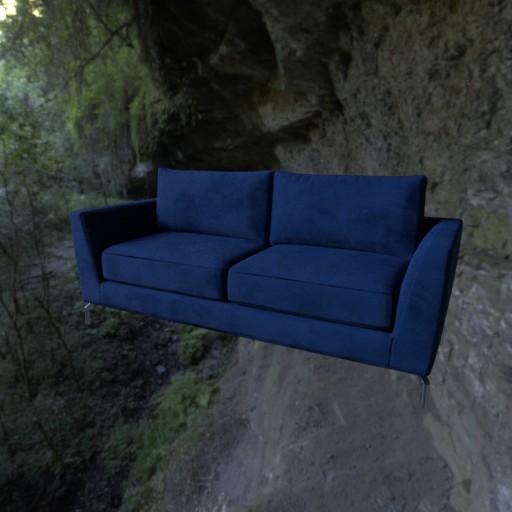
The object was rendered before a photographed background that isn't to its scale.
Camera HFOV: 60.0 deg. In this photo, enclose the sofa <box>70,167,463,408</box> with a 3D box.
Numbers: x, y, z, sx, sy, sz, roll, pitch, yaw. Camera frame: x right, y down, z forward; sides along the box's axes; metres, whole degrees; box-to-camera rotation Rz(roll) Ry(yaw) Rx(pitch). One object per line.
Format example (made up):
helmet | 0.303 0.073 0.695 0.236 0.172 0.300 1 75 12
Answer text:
sofa | 0.000 0.000 2.691 2.212 0.998 0.853 7 16 26
